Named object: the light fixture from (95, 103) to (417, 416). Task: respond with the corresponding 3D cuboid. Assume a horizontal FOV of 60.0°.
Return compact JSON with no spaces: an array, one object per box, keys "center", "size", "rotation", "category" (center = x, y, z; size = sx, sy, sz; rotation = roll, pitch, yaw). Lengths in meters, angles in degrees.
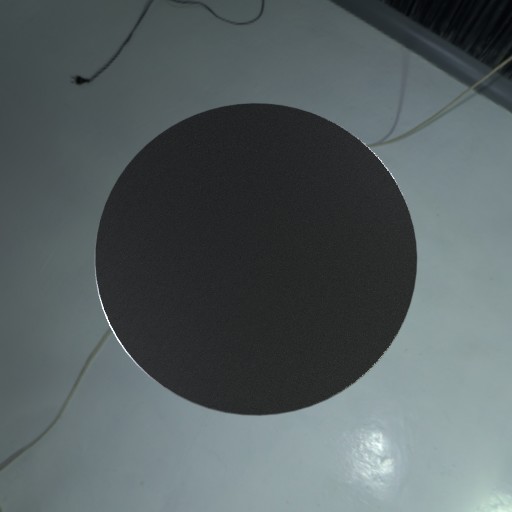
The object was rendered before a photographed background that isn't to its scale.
[{"center":[0.000,0.000,0.552],"size":[0.368,0.100,0.368],"rotation":[0,76,0],"category":"light fixture"}]
